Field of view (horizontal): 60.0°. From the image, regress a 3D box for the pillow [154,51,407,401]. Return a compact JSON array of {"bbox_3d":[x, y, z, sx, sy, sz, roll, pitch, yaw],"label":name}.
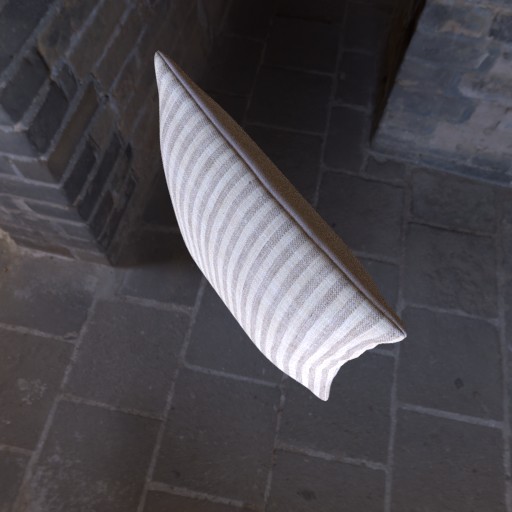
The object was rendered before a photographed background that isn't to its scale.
[{"bbox_3d":[0.000,0.000,0.780,0.166,0.510,0.523,-33,69,-14],"label":"pillow"}]
